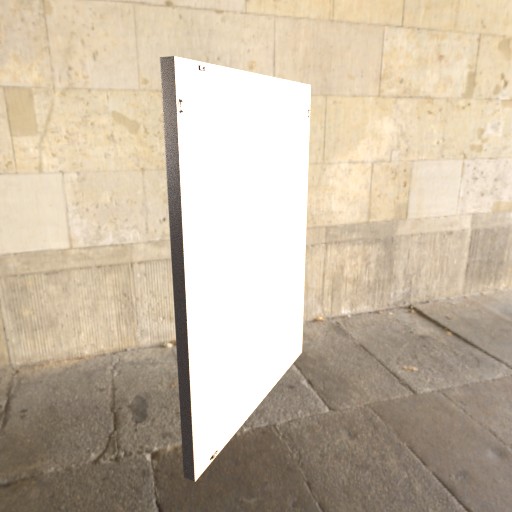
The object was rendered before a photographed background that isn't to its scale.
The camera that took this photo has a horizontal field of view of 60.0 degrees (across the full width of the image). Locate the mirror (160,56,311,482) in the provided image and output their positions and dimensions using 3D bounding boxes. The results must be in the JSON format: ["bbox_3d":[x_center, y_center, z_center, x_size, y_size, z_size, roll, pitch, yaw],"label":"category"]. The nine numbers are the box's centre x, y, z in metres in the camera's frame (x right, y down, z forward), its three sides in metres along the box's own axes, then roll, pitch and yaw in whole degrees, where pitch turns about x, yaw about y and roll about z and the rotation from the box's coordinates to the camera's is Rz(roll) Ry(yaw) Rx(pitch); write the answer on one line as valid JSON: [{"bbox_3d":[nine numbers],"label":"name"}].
[{"bbox_3d":[0.000,0.000,1.336,0.040,1.016,0.762,8,19,26],"label":"mirror"}]
